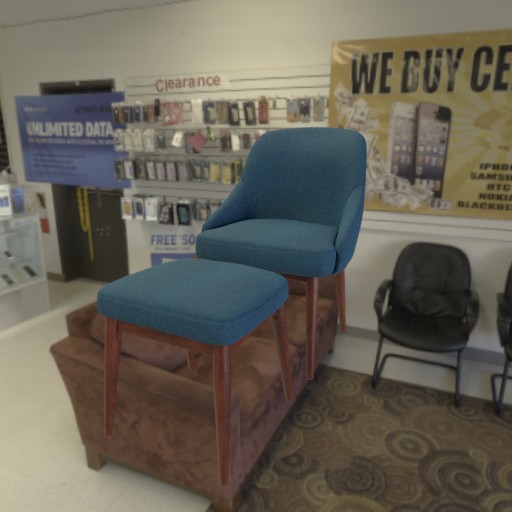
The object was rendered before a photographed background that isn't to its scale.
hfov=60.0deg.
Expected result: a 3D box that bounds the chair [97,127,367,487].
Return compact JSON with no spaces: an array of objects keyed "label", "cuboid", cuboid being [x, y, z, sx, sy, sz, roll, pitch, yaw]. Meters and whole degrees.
[{"label":"chair","cuboid":[0.000,0.000,1.544,0.584,0.866,1.114,8,18,27]}]
